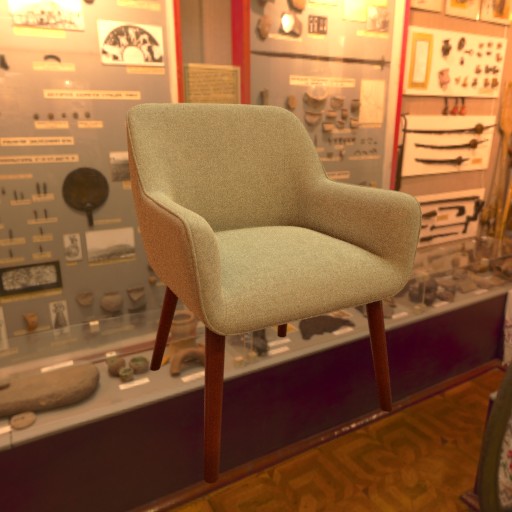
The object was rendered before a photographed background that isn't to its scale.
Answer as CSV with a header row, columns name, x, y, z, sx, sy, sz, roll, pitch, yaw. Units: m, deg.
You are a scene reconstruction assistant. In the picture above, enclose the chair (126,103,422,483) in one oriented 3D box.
name,x,y,z,sx,sy,sz,roll,pitch,yaw
chair,0.000,0.000,1.221,0.610,0.813,0.610,-9,19,-27
